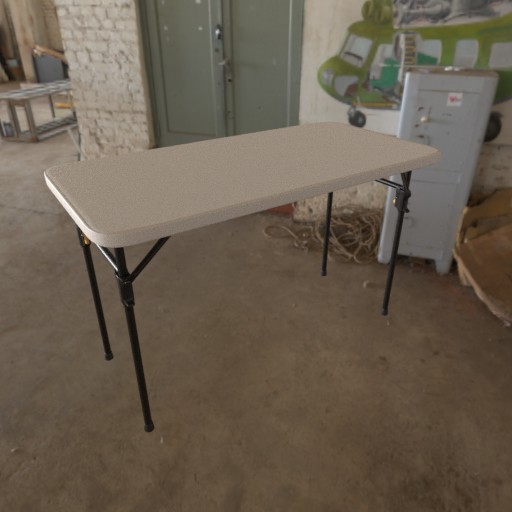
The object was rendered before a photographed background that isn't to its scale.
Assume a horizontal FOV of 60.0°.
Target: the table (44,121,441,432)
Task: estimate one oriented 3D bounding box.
[{"bbox_3d":[0.000,0.000,1.629,1.219,0.729,0.610,-18,34,-29],"label":"table"}]
